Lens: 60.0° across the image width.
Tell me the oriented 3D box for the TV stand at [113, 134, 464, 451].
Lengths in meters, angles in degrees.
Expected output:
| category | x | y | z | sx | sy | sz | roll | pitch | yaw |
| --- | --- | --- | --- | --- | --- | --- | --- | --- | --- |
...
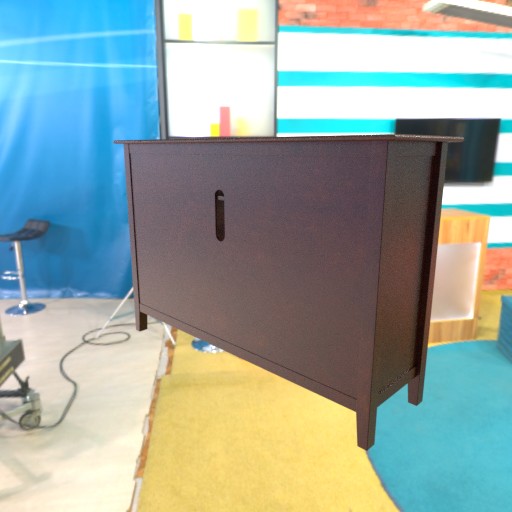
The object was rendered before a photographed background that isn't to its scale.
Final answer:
| category | x | y | z | sx | sy | sz | roll | pitch | yaw |
| --- | --- | --- | --- | --- | --- | --- | --- | --- | --- |
| TV stand | 0.000 | 0.000 | 1.792 | 1.372 | 0.915 | 0.445 | 13 | 19 | 43 |
